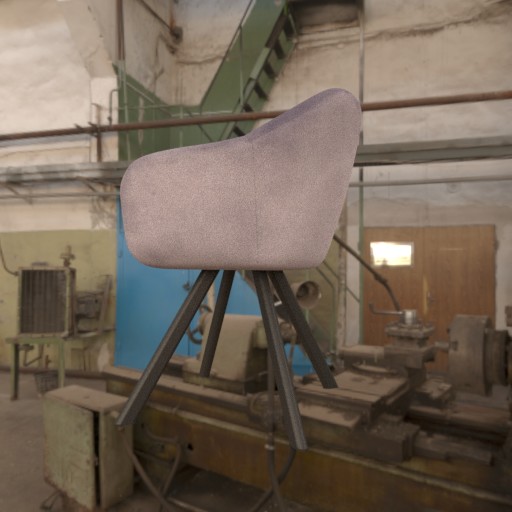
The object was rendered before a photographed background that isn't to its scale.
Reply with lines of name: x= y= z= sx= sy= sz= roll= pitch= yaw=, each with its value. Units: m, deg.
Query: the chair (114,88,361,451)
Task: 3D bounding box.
chair: x=0.000 y=0.000 z=1.164 sx=0.540 sy=0.780 sz=0.570 roll=0 pitch=0 yaw=18
